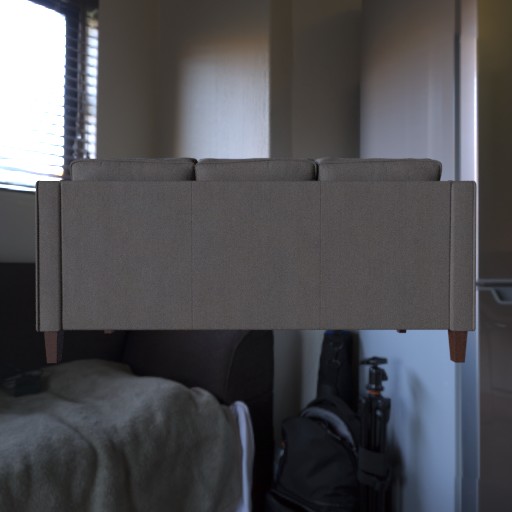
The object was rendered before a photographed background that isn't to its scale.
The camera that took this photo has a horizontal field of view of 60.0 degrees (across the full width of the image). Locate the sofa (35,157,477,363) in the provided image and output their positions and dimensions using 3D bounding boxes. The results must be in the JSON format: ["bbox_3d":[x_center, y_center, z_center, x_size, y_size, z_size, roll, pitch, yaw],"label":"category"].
[{"bbox_3d":[0.000,0.000,2.439,1.986,0.974,0.911,0,0,0],"label":"sofa"}]
